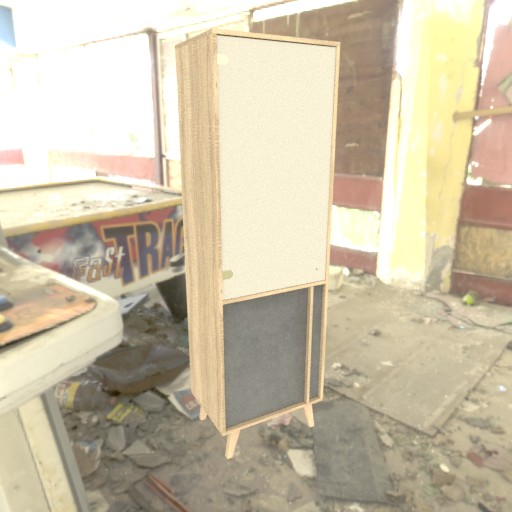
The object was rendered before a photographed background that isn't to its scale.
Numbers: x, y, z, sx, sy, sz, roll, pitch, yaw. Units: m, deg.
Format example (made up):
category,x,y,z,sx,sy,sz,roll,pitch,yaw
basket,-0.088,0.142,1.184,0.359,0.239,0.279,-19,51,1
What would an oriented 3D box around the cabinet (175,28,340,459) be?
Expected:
category,x,y,z,sx,sy,sz,roll,pitch,yaw
cabinet,0.000,0.000,2.115,0.570,1.850,0.400,-9,19,-28
